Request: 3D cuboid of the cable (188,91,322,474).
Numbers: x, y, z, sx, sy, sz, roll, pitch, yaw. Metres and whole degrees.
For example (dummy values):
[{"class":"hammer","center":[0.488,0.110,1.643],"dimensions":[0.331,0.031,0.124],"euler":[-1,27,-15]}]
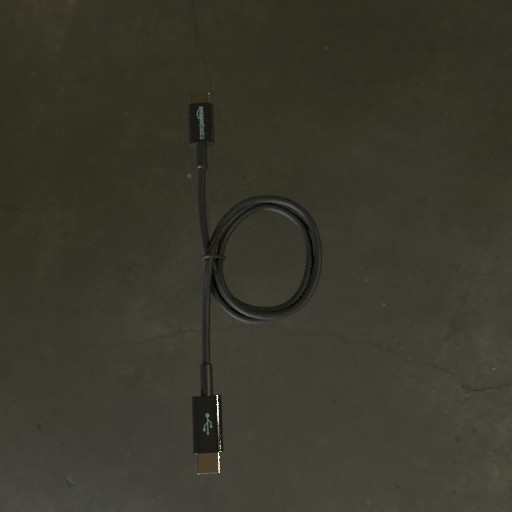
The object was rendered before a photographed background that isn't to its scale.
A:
[{"class":"cable","center":[0.000,0.000,0.229],"dimensions":[0.070,0.014,0.203],"euler":[-3,75,-1]}]
